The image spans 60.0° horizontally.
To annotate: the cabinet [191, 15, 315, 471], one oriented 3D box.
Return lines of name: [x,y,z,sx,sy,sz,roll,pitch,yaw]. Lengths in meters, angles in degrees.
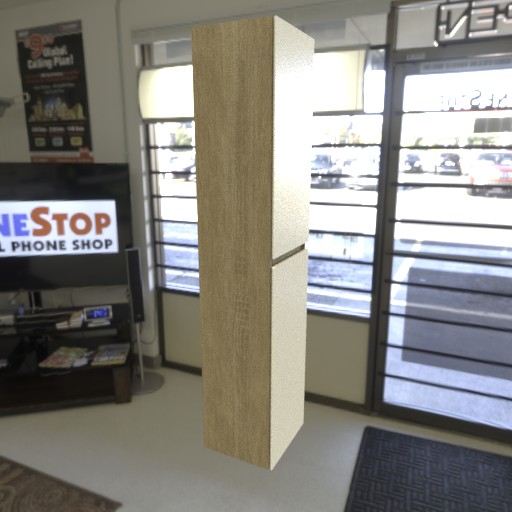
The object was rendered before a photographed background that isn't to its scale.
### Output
cabinet: [0.000,0.000,1.521,0.270,1.400,0.300,7,15,26]
